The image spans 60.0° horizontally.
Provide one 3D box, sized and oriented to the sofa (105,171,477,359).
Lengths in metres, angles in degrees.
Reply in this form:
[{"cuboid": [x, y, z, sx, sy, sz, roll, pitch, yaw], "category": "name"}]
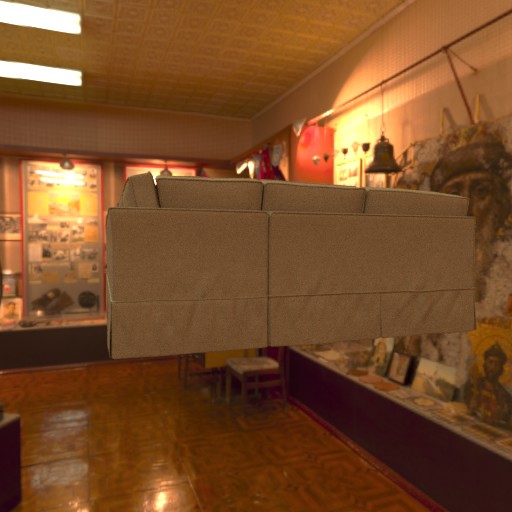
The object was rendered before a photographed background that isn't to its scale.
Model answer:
[{"cuboid": [0.000, 0.000, 4.081, 2.618, 1.081, 2.623, 0, 1, -19], "category": "sofa"}]
